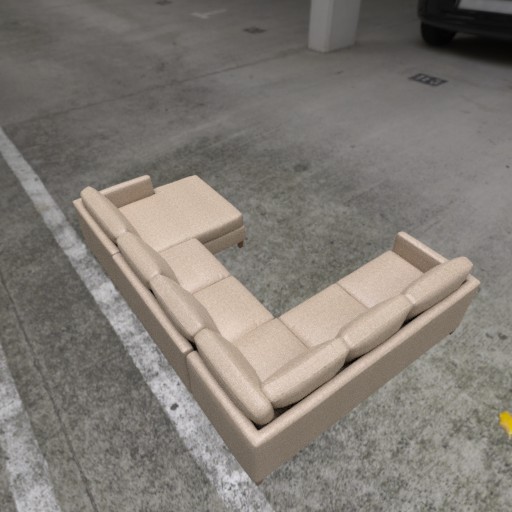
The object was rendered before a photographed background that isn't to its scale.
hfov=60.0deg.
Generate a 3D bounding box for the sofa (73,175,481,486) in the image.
[{"bbox_3d":[0.000,0.000,4.631,2.594,0.961,3.460,-27,49,-26],"label":"sofa"}]
